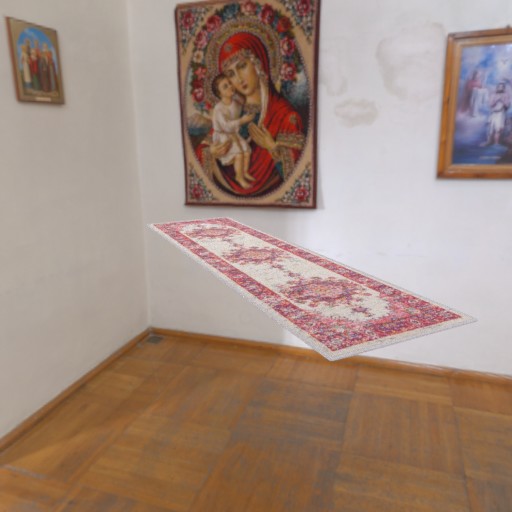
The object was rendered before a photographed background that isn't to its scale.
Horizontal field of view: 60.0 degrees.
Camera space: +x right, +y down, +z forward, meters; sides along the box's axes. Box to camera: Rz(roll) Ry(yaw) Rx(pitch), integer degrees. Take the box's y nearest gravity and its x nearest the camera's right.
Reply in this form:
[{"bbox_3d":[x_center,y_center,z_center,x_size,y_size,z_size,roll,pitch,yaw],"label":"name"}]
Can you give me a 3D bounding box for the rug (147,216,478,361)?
[{"bbox_3d":[0.000,0.000,2.459,0.666,0.011,2.294,-8,17,-26],"label":"rug"}]
